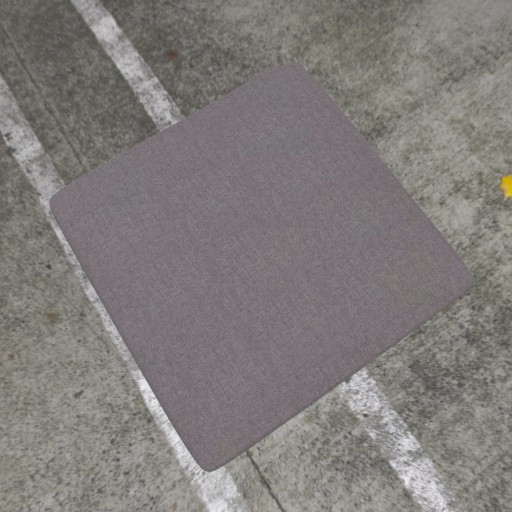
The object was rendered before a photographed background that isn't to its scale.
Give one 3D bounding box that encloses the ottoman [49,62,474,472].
[{"bbox_3d":[0.000,0.000,1.312,0.843,0.436,0.840,-32,77,-9],"label":"ottoman"}]
